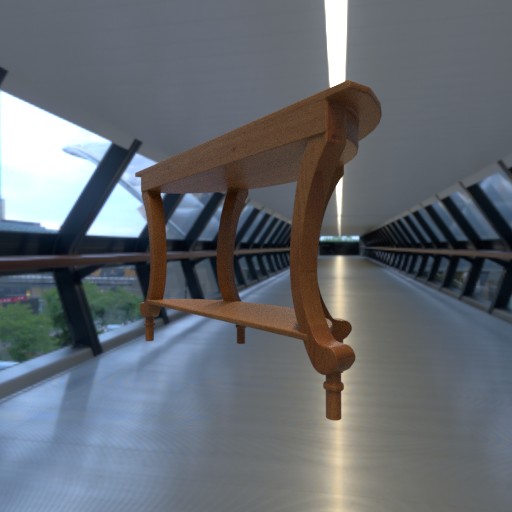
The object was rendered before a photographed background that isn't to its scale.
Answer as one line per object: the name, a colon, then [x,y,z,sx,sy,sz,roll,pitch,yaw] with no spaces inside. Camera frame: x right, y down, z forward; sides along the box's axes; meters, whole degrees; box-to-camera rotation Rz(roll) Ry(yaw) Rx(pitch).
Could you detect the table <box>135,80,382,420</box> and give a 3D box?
table: [0.000,0.000,1.471,0.394,0.692,1.198,0,0,-35]
